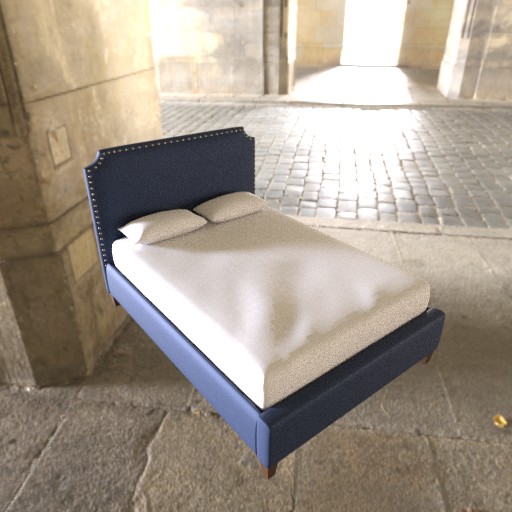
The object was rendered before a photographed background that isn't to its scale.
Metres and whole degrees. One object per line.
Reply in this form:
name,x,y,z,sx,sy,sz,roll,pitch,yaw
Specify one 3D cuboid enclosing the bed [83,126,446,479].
bed,0.000,0.000,3.471,1.712,1.443,2.372,-20,34,-33
